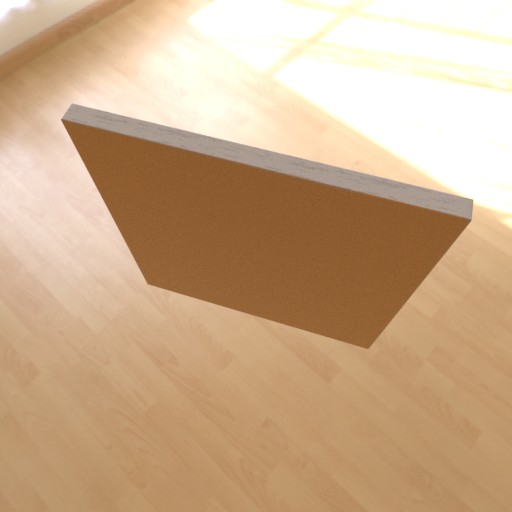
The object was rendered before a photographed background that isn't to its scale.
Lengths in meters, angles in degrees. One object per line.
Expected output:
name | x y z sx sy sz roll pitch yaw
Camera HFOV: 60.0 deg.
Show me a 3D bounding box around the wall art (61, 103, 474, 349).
wall art | 0.000 0.000 1.912 1.287 1.288 0.078 15 63 8
